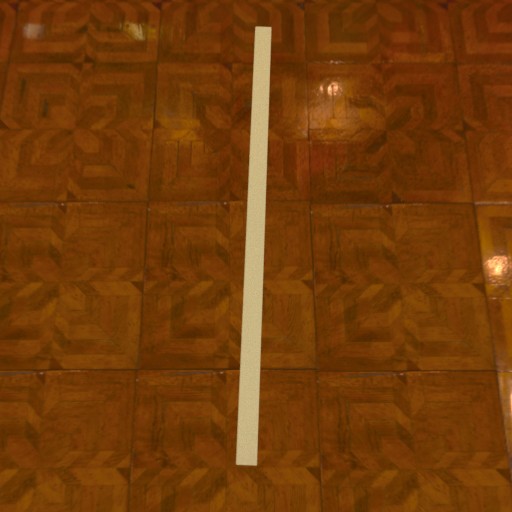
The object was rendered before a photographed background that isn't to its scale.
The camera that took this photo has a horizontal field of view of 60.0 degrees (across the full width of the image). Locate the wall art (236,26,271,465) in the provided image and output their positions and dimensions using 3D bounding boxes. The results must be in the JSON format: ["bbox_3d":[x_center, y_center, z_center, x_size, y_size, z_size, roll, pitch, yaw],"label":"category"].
[{"bbox_3d":[0.000,0.000,1.180,0.037,0.609,0.916,2,75,1],"label":"wall art"}]
